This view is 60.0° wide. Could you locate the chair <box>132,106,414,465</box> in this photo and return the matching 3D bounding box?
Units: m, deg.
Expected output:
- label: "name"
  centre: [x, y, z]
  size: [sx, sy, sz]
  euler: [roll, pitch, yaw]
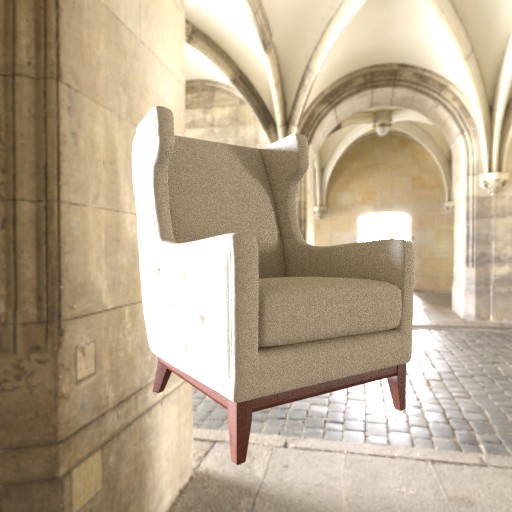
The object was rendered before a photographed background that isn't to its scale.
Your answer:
- label: "chair"
  centre: [0.000, 0.000, 1.676]
  size: [0.778, 1.079, 0.899]
  euler: [0, 1, -35]
